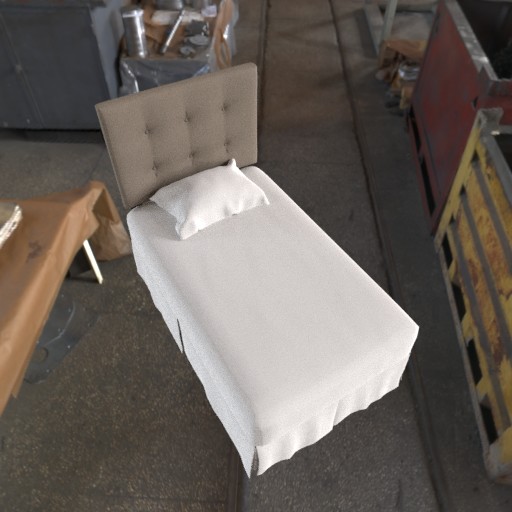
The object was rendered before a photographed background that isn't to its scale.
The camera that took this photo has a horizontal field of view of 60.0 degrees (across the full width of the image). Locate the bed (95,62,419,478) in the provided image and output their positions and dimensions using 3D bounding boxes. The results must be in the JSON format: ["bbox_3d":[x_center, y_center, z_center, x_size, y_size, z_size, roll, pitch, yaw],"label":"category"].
[{"bbox_3d":[0.000,0.000,2.921,1.261,1.571,1.997,-24,52,-20],"label":"bed"}]
